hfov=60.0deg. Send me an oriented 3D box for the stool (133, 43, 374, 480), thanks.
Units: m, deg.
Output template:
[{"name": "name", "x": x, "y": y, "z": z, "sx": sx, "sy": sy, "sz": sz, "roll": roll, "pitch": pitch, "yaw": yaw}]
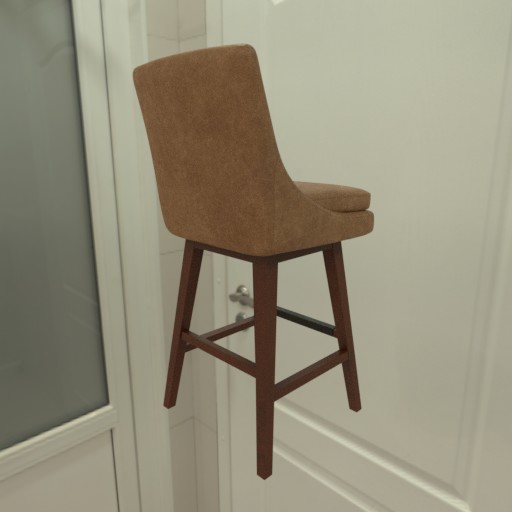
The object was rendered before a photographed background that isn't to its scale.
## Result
[{"name": "stool", "x": 0.000, "y": 0.000, "z": 1.361, "sx": 0.572, "sy": 1.079, "sz": 0.487, "roll": -14, "pitch": 20, "yaw": -43}]
